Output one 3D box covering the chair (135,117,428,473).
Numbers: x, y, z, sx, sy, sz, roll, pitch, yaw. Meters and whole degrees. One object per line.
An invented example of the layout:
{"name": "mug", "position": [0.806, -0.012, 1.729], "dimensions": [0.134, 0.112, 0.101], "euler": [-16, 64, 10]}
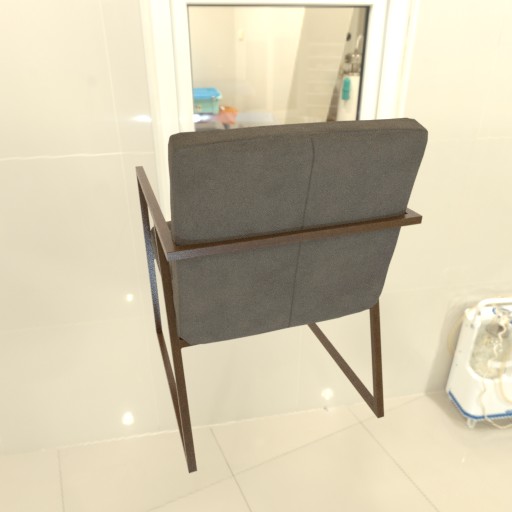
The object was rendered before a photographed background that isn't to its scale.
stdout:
{"name": "chair", "position": [0.000, 0.000, 1.283], "dimensions": [0.578, 0.843, 0.682], "euler": [-9, 28, -17]}
